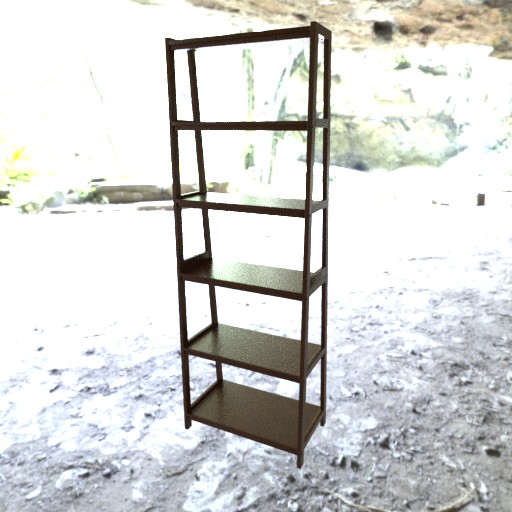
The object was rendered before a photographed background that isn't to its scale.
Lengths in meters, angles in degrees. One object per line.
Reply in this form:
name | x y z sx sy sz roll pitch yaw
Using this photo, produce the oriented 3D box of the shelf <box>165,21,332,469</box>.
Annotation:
shelf | 0.000 0.000 2.115 0.660 1.892 0.382 8 18 25
